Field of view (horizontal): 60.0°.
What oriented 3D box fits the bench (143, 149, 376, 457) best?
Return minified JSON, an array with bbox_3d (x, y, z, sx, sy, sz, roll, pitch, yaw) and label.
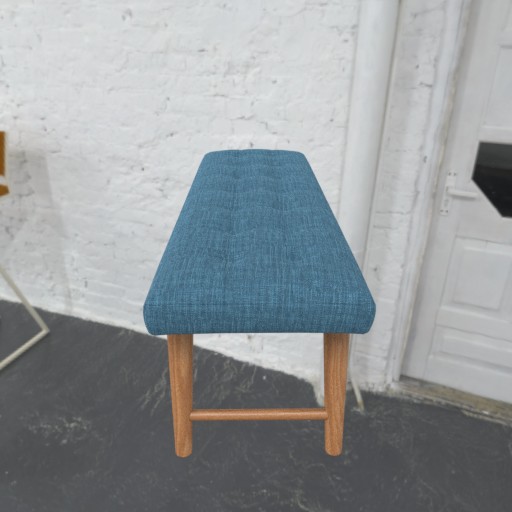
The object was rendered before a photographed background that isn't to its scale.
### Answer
[{"bbox_3d":[0.000,0.000,1.333,0.406,0.432,1.118,0,26,-1],"label":"bench"}]
